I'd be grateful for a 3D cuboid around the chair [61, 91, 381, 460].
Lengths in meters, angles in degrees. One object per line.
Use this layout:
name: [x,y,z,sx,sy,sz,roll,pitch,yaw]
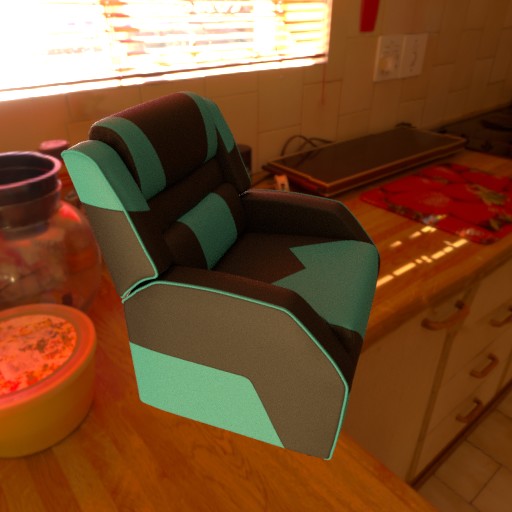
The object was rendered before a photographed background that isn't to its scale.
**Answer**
chair: [0.000,0.000,1.265,0.672,0.805,0.620,11,32,17]
